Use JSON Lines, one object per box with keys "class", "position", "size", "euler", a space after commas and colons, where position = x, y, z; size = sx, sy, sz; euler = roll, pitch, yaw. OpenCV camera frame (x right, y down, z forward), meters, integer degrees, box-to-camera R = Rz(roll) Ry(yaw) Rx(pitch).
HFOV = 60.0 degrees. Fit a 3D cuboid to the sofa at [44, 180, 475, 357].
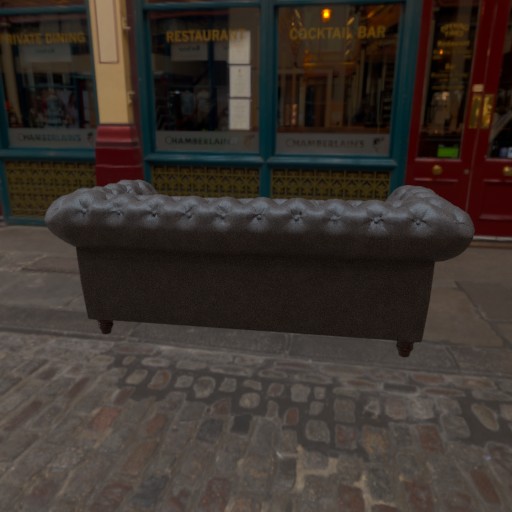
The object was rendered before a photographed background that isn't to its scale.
{"class": "sofa", "position": [0.000, 0.000, 2.487], "size": [2.048, 0.779, 0.944], "euler": [3, 16, 9]}
